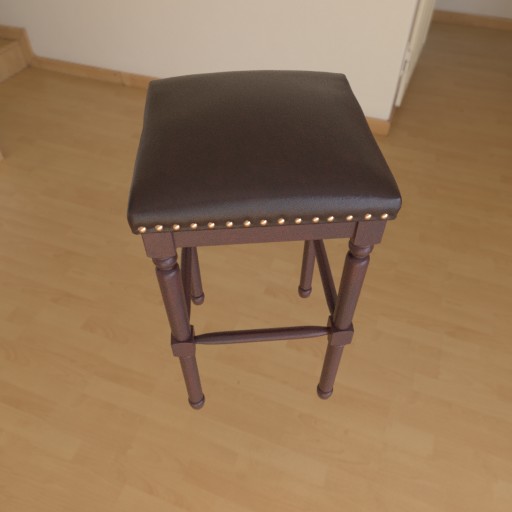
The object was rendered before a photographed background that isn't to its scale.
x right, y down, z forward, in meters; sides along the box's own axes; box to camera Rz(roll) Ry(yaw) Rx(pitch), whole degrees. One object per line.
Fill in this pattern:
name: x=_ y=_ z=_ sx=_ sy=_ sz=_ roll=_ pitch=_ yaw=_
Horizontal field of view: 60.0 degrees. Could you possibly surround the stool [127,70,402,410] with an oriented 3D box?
stool: x=0.000 y=0.000 z=0.947 sx=0.383 sy=0.702 sz=0.382 roll=-3 pitch=47 yaw=-3
